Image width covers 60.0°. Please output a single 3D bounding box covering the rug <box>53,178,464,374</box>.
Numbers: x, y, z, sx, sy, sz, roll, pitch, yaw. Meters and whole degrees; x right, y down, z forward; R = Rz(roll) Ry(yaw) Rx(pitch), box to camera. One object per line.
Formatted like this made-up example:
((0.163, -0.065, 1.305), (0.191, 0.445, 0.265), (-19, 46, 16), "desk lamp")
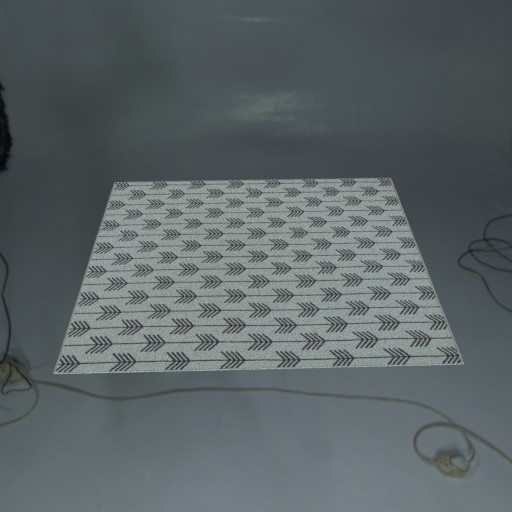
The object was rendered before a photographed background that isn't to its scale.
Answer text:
((0.000, 0.000, 4.100), (3.061, 0.010, 2.330), (-1, 46, -1), "rug")
